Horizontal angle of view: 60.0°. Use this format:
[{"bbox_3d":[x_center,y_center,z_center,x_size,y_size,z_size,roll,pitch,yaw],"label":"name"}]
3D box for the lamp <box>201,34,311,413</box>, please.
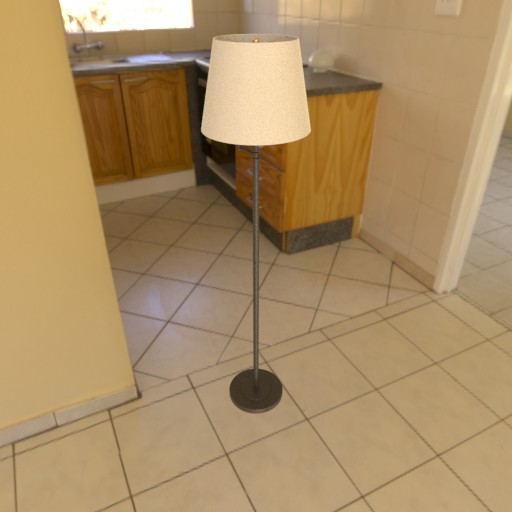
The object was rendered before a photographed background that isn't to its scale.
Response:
[{"bbox_3d":[0.000,0.000,1.661,0.348,1.473,0.348,-21,37,-30],"label":"lamp"}]
